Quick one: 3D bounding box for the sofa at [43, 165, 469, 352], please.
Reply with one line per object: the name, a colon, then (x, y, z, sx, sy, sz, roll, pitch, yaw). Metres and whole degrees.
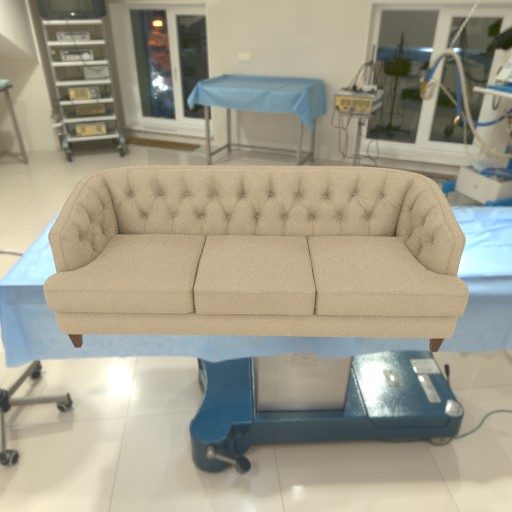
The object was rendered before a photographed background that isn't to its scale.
sofa: (0.000, 0.000, 2.725, 2.278, 0.855, 0.941, 1, 30, 1)
